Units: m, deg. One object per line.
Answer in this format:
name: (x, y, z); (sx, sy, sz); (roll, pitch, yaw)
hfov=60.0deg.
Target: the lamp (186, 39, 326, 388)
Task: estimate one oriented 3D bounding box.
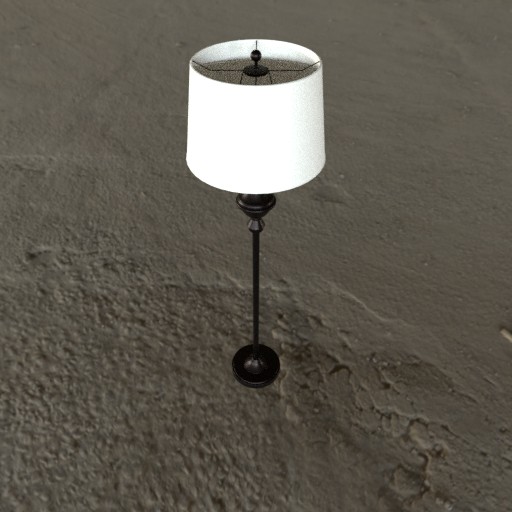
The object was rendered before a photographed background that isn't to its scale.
lamp: (0.000, 0.000, 1.674); (0.431, 1.484, 0.431); (0, 43, 0)
